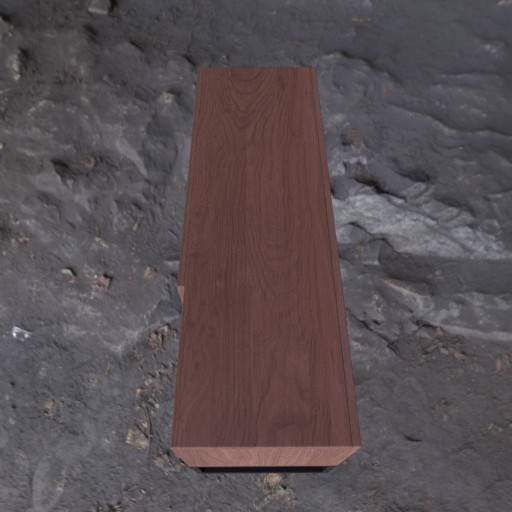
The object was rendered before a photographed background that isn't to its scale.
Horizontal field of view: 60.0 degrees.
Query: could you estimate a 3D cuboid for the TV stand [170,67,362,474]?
[{"bbox_3d":[0.000,0.000,1.408,0.415,0.500,1.200,0,58,0],"label":"TV stand"}]
